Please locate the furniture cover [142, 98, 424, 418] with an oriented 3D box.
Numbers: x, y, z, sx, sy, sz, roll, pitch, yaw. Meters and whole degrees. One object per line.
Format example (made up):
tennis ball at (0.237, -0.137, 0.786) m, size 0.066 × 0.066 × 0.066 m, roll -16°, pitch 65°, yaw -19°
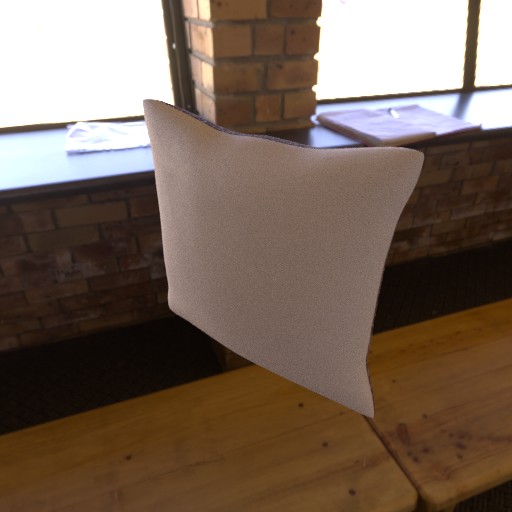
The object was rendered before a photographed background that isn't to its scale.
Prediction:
furniture cover at (0.000, 0.000, 0.839) m, size 0.552 × 0.509 × 0.193 m, roll 22°, pitch 37°, yaw 32°
